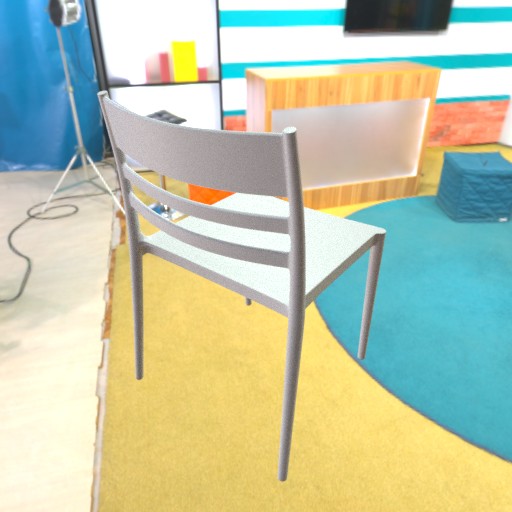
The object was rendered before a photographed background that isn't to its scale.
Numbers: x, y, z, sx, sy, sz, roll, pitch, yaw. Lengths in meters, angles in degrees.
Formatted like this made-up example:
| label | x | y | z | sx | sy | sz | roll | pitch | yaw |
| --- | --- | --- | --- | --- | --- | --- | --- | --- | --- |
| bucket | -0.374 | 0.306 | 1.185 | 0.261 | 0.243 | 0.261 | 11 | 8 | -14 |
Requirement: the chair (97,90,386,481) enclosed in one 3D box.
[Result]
| label | x | y | z | sx | sy | sz | roll | pitch | yaw |
| --- | --- | --- | --- | --- | --- | --- | --- | --- | --- |
| chair | 0.000 | 0.000 | 1.114 | 0.531 | 0.800 | 0.511 | 22 | 37 | 32 |
